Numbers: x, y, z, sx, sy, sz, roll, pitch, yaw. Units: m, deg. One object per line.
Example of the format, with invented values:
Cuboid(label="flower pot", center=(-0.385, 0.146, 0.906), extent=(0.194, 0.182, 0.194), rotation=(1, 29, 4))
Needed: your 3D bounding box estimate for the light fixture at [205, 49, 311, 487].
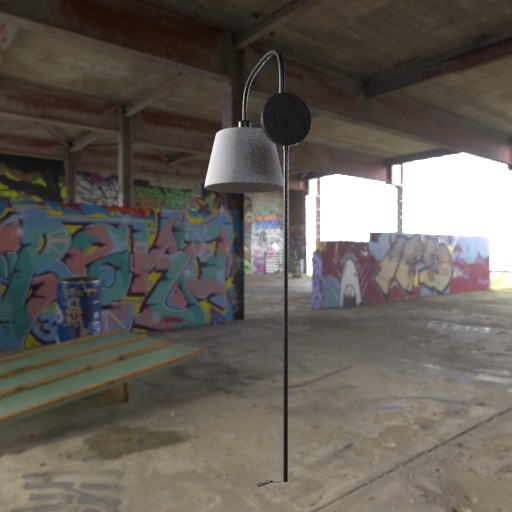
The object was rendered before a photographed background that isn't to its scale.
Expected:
Cuboid(label="light fixture", center=(0.000, 0.000, 0.472), extent=(0.092, 0.399, 0.176), rotation=(0, 1, -18))
